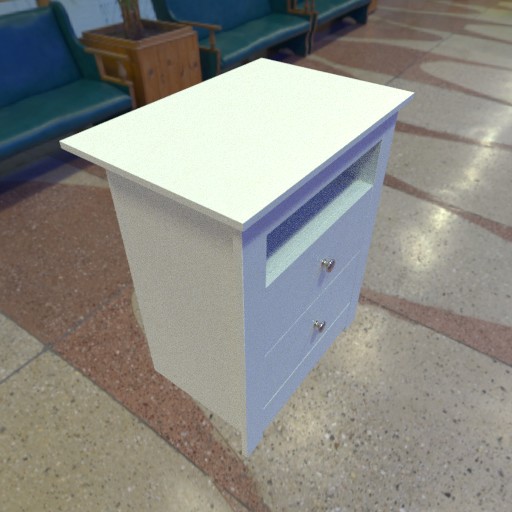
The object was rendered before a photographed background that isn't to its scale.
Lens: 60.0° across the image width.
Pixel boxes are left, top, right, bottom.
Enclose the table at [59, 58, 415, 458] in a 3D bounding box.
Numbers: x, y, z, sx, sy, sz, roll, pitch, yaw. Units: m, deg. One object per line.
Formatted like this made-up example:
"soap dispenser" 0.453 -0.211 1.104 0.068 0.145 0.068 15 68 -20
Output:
"table" 0.000 0.000 1.081 0.406 0.711 0.589 26 47 27
